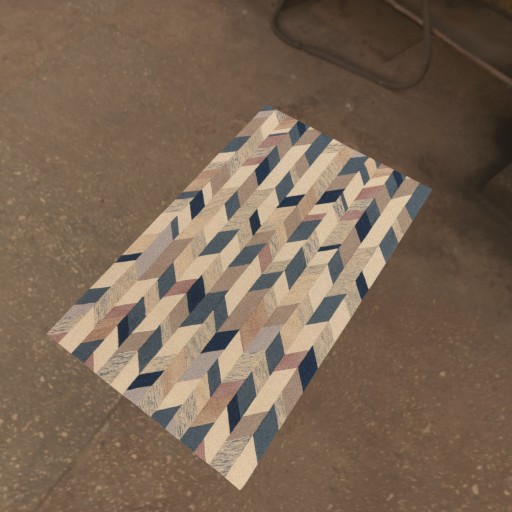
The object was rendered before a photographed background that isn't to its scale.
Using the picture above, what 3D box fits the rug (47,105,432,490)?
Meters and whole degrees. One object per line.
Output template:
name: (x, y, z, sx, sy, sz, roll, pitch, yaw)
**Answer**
rug: (0.000, 0.000, 3.041, 1.513, 0.008, 2.423, 32, 67, 15)
